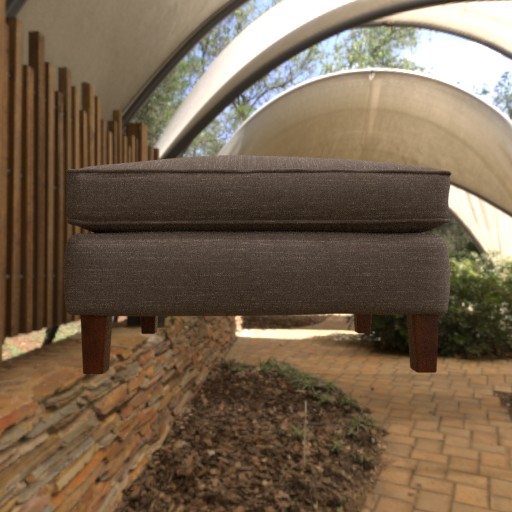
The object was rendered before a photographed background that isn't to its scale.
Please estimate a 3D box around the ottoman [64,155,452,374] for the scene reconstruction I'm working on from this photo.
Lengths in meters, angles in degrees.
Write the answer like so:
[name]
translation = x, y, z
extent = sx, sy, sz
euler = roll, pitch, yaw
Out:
[ottoman]
translation = 0.000, 0.000, 0.981
extent = 0.686, 0.406, 0.508
euler = 0, -1, -1
